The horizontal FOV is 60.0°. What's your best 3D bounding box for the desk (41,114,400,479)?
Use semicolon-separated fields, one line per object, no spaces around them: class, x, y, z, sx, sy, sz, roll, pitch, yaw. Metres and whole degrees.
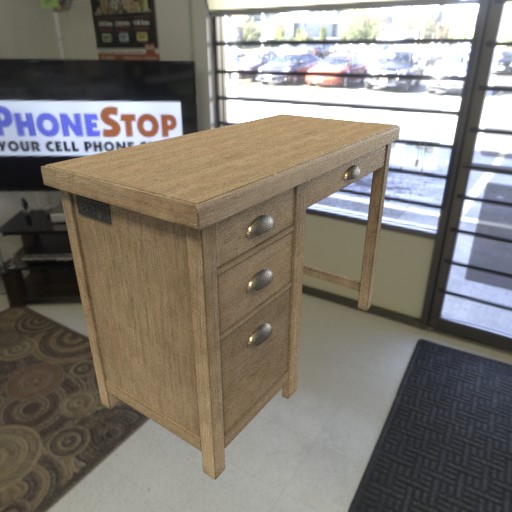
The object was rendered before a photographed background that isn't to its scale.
desk;0.000;0.000;1.785;0.610;0.912;1.289;17;30;32
